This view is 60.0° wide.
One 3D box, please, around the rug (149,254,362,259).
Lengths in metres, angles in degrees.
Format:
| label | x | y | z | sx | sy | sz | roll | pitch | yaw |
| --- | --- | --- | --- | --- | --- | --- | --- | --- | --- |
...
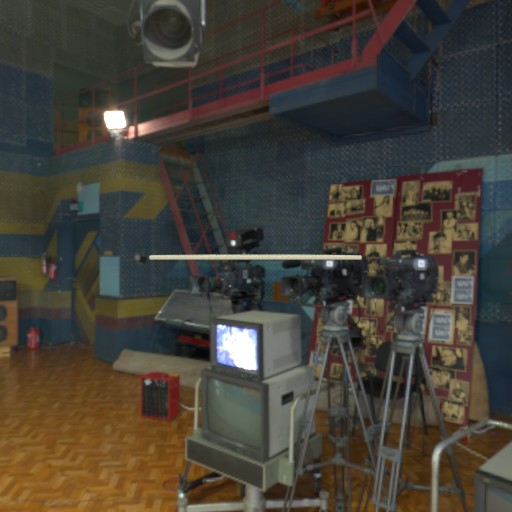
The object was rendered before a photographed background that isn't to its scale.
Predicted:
| label | x | y | z | sx | sy | sz | roll | pitch | yaw |
| --- | --- | --- | --- | --- | --- | --- | --- | --- | --- |
| rug | 0.000 | 0.000 | 2.523 | 0.661 | 0.013 | 2.297 | 0 | 0 | 0 |
